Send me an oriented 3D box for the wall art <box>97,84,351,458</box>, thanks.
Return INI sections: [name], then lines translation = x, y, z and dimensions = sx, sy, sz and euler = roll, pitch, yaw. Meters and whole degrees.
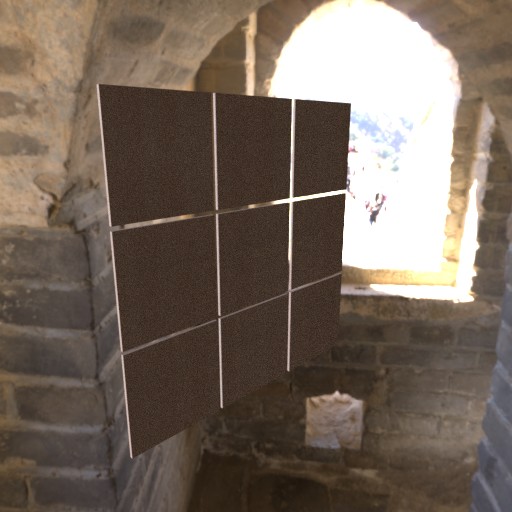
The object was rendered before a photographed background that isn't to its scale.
[wall art]
translation = 0.000, 0.000, 1.789
dimensions = 1.219, 1.218, 0.013
euler = -15, 22, -43
